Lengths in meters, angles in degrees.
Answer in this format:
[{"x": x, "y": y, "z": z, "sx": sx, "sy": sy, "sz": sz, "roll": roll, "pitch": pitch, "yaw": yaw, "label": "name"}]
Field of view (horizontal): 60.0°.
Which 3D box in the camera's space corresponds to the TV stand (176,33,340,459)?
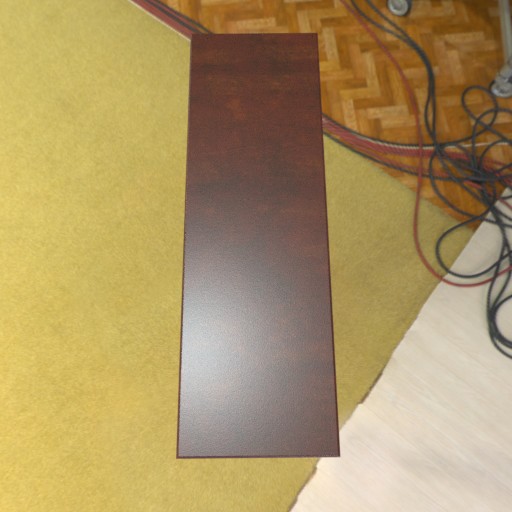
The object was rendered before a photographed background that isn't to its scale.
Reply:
[{"x": 0.000, "y": 0.000, "z": 1.811, "sx": 0.445, "sy": 0.915, "sz": 1.372, "roll": -1, "pitch": 75, "yaw": 0, "label": "TV stand"}]
